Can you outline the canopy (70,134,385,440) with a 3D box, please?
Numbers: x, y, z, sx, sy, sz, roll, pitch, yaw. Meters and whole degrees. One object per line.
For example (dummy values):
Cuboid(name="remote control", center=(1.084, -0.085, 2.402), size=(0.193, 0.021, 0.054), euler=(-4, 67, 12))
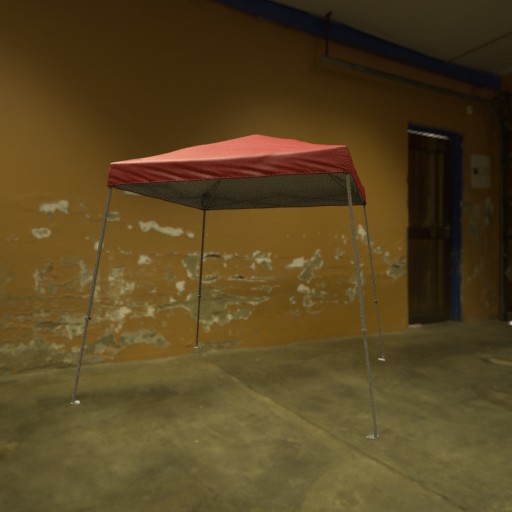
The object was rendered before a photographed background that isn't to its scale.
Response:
Cuboid(name="canopy", center=(0.000, 0.000, 5.195), size=(2.849, 2.849, 2.848), euler=(0, 0, 17))
